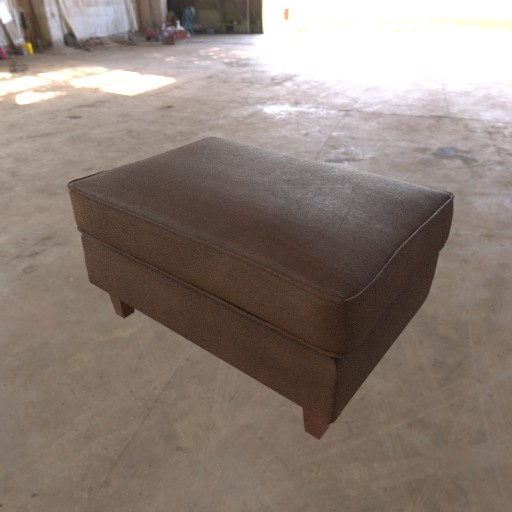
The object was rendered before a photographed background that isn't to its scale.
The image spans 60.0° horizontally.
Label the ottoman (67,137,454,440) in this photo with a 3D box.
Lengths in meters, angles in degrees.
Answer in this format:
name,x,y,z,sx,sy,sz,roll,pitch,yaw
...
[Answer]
name,x,y,z,sx,sy,sz,roll,pitch,yaw
ottoman,0.000,0.000,1.235,0.860,0.481,0.596,22,37,32
